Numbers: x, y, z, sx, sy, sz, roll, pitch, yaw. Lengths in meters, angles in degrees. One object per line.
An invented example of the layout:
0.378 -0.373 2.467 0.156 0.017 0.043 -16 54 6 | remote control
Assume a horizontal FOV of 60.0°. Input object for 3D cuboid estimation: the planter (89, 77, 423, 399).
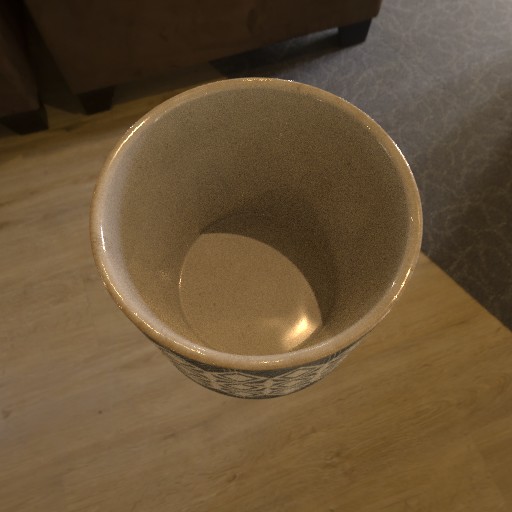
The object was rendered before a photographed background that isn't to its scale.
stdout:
0.000 0.000 0.217 0.126 0.104 0.126 0 66 0 | planter
